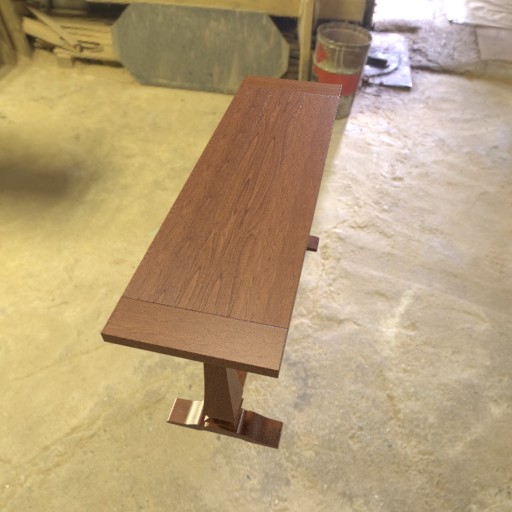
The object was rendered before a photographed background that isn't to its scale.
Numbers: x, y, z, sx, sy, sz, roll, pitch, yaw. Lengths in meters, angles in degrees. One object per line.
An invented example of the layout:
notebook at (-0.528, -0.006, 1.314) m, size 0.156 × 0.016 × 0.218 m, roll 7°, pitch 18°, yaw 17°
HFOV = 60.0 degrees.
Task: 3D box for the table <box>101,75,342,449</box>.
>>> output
table at (0.000, 0.000, 1.861) m, size 0.461 × 0.852 × 1.478 m, roll 10°, pitch 47°, yaw 9°
